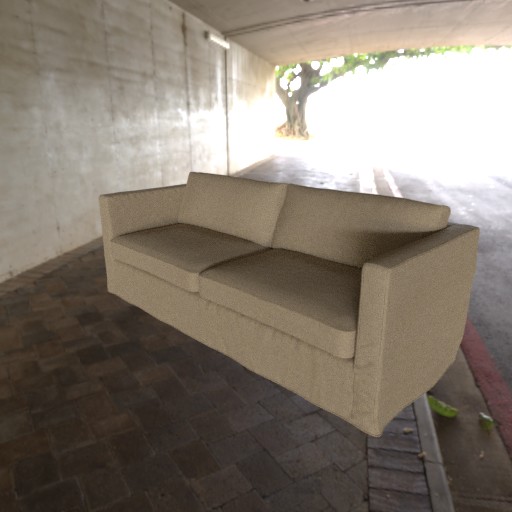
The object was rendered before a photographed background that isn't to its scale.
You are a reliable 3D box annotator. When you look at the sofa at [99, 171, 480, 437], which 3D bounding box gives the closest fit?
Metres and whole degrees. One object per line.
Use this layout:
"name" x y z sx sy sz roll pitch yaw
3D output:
"sofa" 0.000 0.000 2.743 2.296 0.847 0.956 17 24 42
